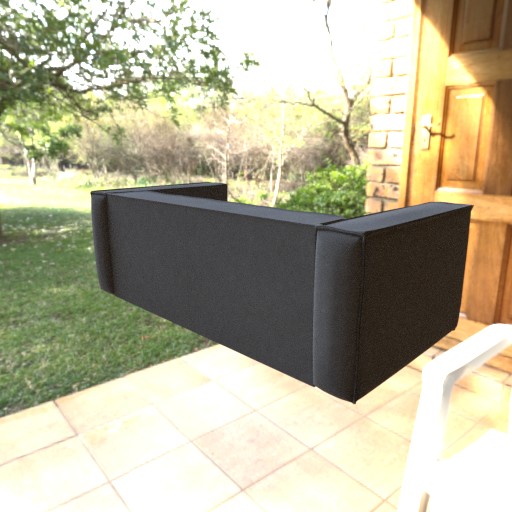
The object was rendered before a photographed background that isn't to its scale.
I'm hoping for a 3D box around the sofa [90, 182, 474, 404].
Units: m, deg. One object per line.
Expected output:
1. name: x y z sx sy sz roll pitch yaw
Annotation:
1. sofa: 0.000 0.000 2.517 1.995 0.680 1.038 13 19 43
